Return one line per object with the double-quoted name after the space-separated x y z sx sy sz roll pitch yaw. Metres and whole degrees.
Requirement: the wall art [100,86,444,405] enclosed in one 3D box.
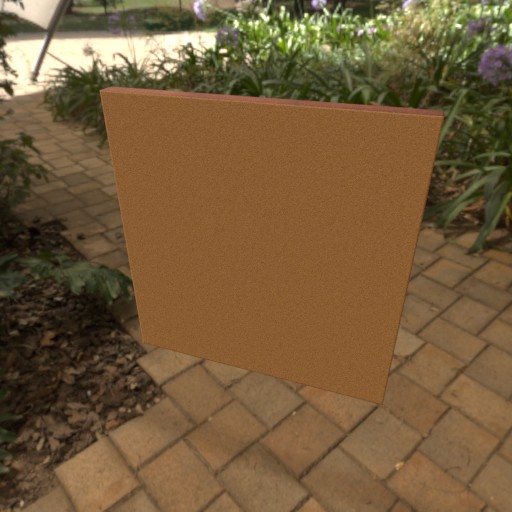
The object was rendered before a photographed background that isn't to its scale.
0.000 0.000 0.841 0.554 0.572 0.037 10 32 17 "wall art"
